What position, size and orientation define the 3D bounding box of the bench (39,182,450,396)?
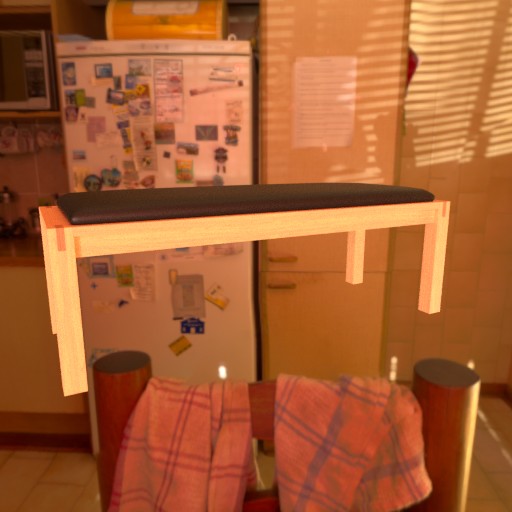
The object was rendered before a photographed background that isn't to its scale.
[{"bbox_3d":[0.000,0.000,1.412,1.202,0.430,0.450,-7,14,-27],"label":"bench"}]
